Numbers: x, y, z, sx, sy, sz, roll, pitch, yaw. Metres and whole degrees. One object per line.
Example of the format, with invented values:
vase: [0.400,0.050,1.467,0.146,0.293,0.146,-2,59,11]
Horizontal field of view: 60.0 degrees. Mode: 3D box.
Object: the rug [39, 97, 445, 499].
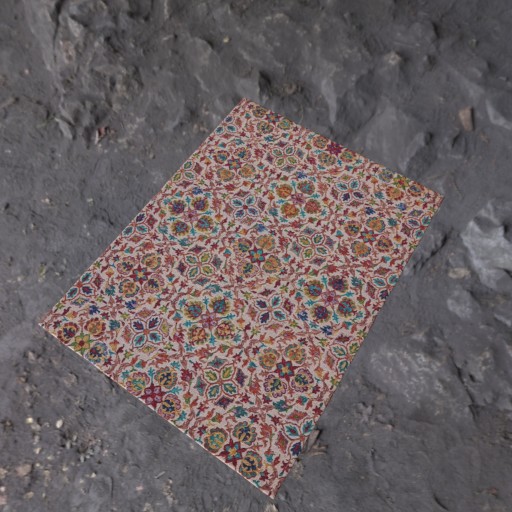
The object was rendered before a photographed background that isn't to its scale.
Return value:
rug: [0.000,0.000,4.170,2.446,0.020,3.215,31,68,14]
